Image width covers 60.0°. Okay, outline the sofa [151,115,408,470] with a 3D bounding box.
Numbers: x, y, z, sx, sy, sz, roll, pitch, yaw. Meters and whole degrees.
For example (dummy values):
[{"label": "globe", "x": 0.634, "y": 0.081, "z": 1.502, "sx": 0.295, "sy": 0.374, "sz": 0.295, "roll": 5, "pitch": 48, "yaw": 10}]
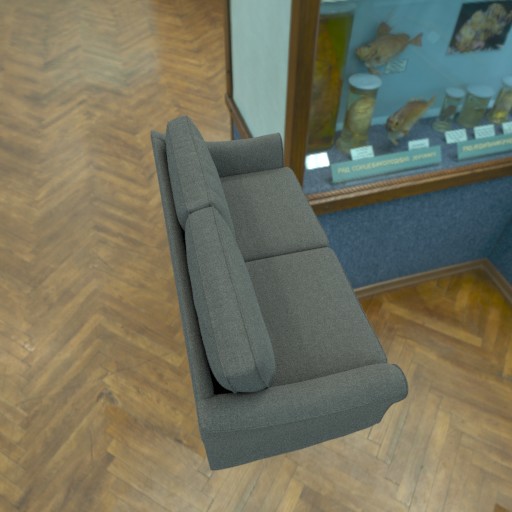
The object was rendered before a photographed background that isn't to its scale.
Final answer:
[{"label": "sofa", "x": 0.000, "y": 0.000, "z": 2.731, "sx": 1.013, "sy": 0.976, "sz": 2.203, "roll": -11, "pitch": 49, "yaw": -9}]
